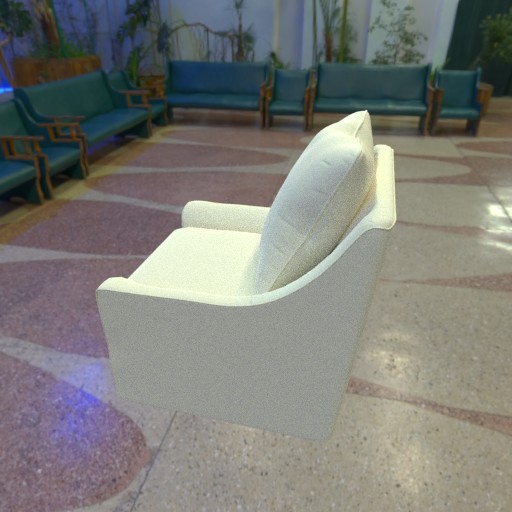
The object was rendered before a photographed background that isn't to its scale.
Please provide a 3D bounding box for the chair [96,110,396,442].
[{"bbox_3d":[0.000,0.000,1.615,0.876,0.965,0.756,7,30,13],"label":"chair"}]
